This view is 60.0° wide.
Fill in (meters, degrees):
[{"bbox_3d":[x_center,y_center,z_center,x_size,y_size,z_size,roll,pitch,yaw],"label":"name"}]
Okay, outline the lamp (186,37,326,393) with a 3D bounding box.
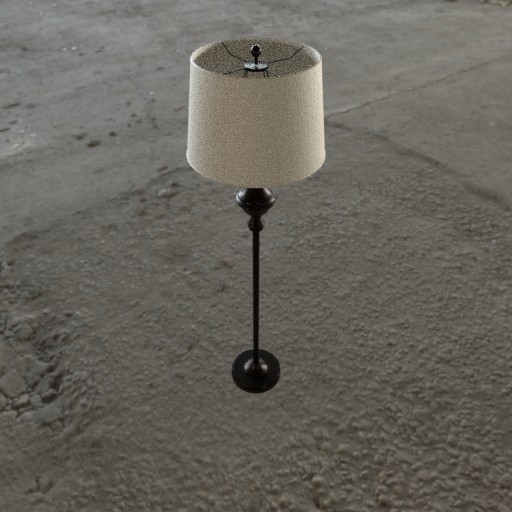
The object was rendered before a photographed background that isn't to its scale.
[{"bbox_3d":[0.000,0.000,1.667,0.431,1.484,0.431,0,41,0],"label":"lamp"}]
